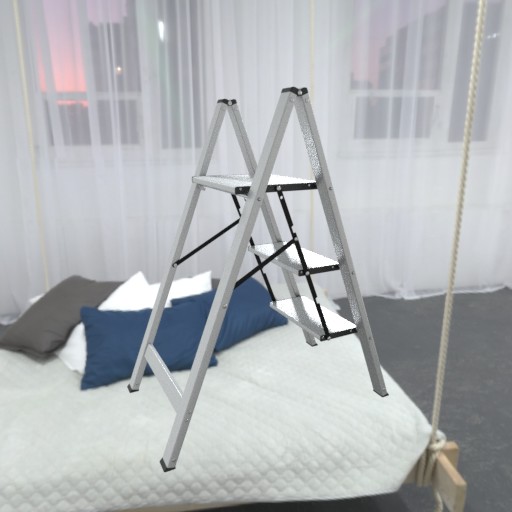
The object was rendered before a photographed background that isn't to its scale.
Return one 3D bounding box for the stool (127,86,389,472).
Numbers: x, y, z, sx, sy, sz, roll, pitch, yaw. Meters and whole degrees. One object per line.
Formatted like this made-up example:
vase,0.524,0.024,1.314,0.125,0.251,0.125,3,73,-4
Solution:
stool,0.000,0.000,1.313,0.730,0.902,0.441,-8,17,-26
